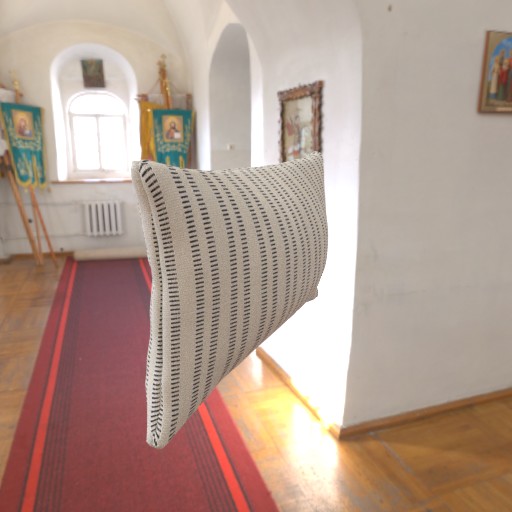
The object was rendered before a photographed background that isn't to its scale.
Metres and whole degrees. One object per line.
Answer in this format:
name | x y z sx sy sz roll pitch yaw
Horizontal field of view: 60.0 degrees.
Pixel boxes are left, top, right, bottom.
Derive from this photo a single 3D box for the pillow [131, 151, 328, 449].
pillow | 0.000 0.000 0.785 0.210 0.353 0.640 7 16 25
